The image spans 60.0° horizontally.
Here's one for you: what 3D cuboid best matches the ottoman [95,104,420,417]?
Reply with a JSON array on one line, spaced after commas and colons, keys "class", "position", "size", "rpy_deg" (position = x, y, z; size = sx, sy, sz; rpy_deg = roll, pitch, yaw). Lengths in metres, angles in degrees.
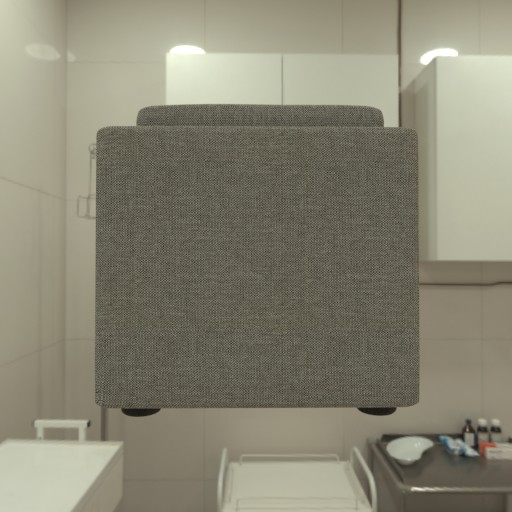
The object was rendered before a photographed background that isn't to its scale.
[{"class": "ottoman", "position": [0.000, 0.000, 0.824], "size": [0.450, 0.460, 0.450], "rpy_deg": [0, -1, -1]}]
